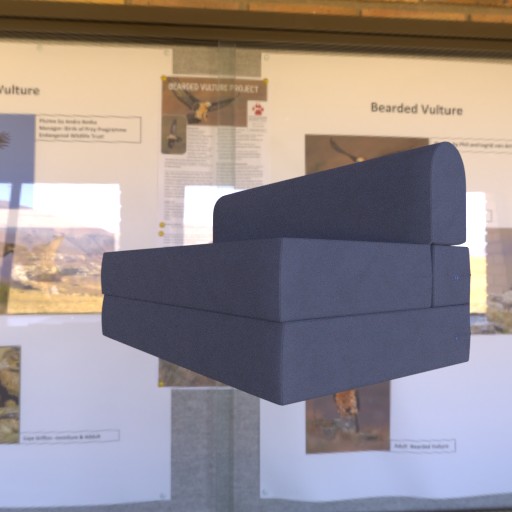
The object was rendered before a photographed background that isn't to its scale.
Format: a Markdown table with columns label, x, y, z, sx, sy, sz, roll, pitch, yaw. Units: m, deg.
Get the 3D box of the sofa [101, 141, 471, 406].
| label | x | y | z | sx | sy | sz | roll | pitch | yaw |
| --- | --- | --- | --- | --- | --- | --- | --- | --- | --- |
| sofa | 0.000 | 0.000 | 1.627 | 0.762 | 0.660 | 1.219 | 1 | -2 | -36 |
